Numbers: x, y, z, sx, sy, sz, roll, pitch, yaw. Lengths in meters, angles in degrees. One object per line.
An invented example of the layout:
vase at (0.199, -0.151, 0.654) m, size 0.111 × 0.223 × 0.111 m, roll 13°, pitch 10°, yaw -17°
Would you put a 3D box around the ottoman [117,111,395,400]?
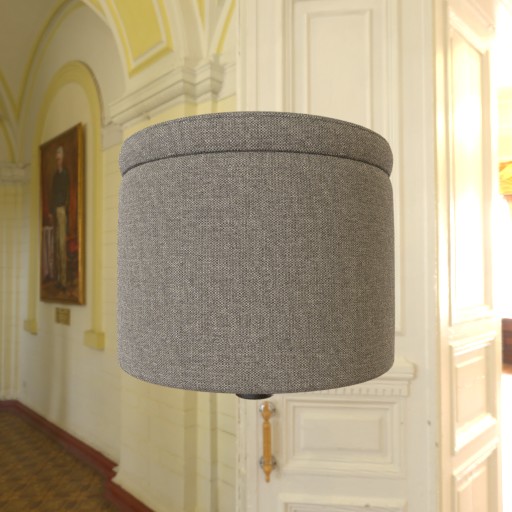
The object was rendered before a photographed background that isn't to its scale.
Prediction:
ottoman at (0.000, 0.000, 0.871) m, size 0.520 × 0.430 × 0.520 m, roll 0°, pitch -1°, yaw 0°
